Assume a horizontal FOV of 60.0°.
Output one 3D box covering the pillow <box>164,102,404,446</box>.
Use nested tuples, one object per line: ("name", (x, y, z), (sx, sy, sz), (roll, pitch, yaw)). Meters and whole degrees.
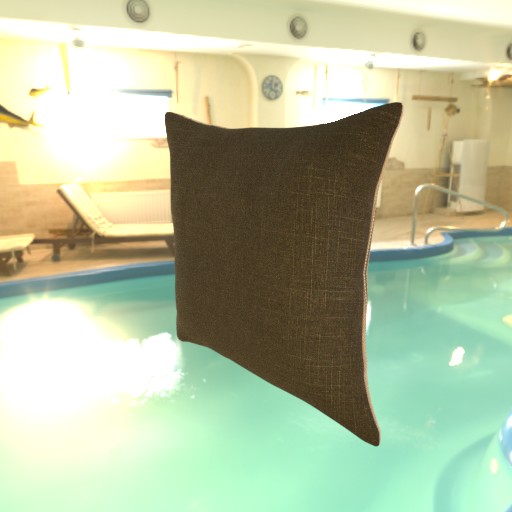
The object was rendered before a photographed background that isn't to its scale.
("pillow", (0.000, 0.000, 0.691), (0.138, 0.444, 0.468), (-14, 21, -42))
